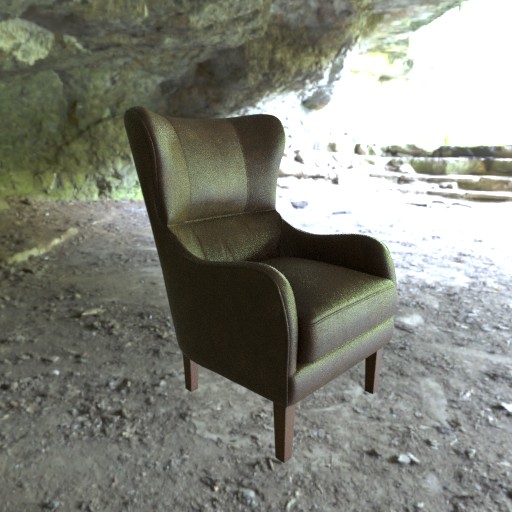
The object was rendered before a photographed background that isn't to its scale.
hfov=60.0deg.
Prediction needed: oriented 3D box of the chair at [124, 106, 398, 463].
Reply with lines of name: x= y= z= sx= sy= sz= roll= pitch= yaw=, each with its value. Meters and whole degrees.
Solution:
chair: x=0.000 y=0.000 z=1.641 sx=0.914 sy=1.048 sz=0.692 roll=14 pitch=20 yaw=42
